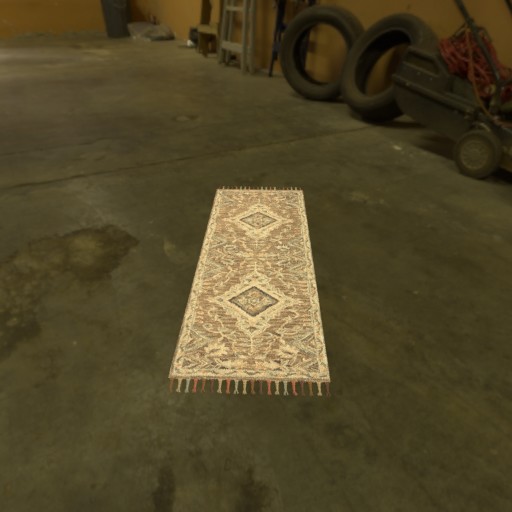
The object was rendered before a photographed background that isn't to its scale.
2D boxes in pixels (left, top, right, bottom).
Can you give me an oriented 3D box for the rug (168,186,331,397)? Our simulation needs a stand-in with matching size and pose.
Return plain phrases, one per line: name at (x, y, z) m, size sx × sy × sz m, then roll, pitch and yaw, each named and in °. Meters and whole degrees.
rug at (0.000, 0.000, 2.912) m, size 1.324 × 0.018 × 2.378 m, roll 10°, pitch 33°, yaw 15°
